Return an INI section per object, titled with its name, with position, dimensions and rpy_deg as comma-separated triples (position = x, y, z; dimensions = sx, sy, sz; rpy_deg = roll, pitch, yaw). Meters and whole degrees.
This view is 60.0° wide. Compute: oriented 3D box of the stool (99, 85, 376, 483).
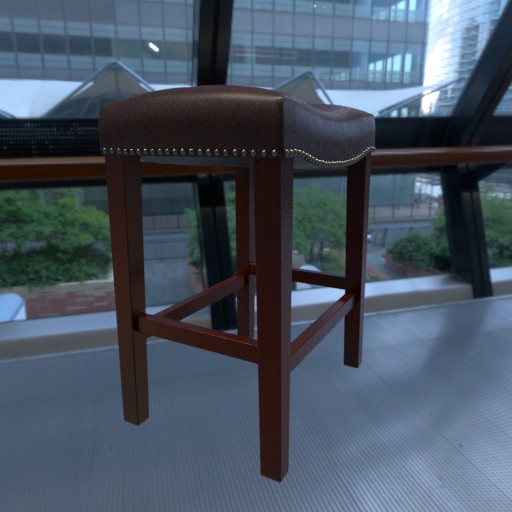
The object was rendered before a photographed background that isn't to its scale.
[stool]
position = 0.000, 0.000, 0.972
dimensions = 0.372, 0.657, 0.504
rpy_deg = 8, 16, 28
